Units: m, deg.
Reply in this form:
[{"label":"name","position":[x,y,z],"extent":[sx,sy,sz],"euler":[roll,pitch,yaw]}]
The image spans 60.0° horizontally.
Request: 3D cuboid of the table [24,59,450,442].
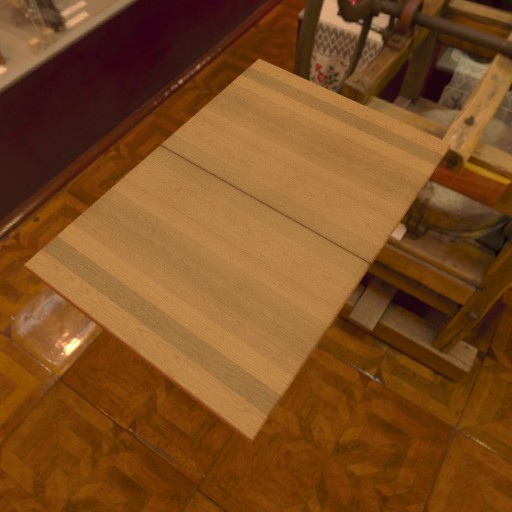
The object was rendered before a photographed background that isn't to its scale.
[{"label":"table","position":[0.000,0.000,1.875],"extent":[0.900,0.770,1.300],"euler":[31,64,18]}]
